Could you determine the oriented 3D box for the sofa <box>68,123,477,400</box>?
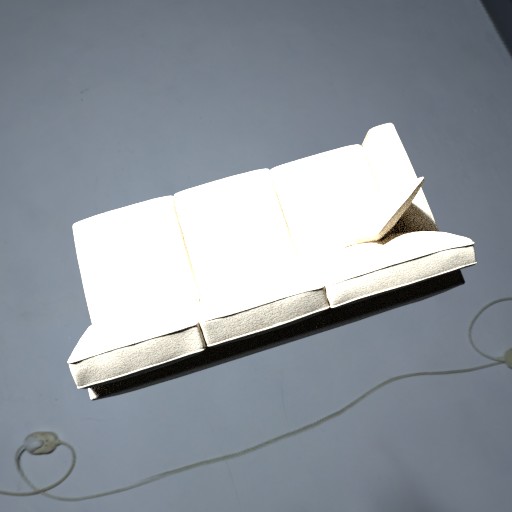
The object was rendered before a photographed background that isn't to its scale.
[{"bbox_3d":[0.000,0.000,2.532,1.962,0.946,1.034,-17,76,-4],"label":"sofa"}]
